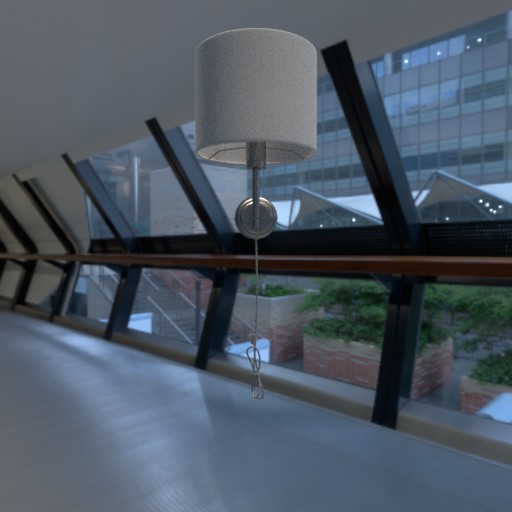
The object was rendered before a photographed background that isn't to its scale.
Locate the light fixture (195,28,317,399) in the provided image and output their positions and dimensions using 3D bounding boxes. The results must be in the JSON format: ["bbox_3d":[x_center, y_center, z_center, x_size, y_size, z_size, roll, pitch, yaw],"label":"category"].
[{"bbox_3d":[0.000,0.000,1.054,0.253,0.842,0.479,0,2,0],"label":"light fixture"}]
